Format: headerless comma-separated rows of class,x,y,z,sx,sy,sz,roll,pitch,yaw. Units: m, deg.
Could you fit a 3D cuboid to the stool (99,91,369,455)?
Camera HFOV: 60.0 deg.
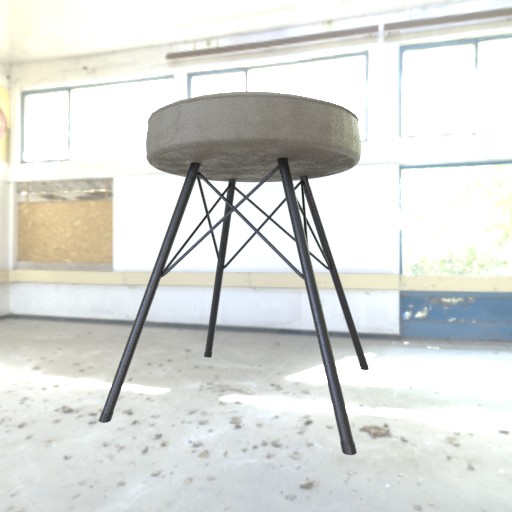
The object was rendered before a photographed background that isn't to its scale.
stool,0.000,0.000,0.882,0.423,0.538,0.457,0,1,17
